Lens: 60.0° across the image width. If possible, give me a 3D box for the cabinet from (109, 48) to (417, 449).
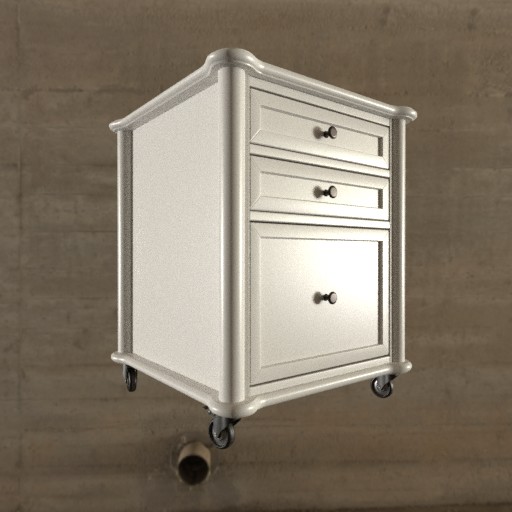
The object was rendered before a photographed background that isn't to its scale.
[{"bbox_3d":[0.000,0.000,1.216,0.628,0.761,0.627,0,0,-38],"label":"cabinet"}]
